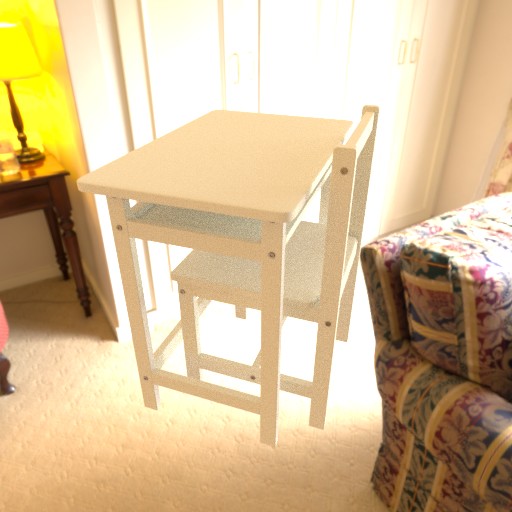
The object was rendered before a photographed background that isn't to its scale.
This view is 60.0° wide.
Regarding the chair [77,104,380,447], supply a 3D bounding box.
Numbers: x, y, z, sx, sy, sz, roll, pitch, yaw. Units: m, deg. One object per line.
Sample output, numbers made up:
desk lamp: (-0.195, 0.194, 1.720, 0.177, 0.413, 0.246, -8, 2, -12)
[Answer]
chair: (0.000, 0.000, 1.077, 0.461, 0.673, 0.599, 10, 32, 17)
